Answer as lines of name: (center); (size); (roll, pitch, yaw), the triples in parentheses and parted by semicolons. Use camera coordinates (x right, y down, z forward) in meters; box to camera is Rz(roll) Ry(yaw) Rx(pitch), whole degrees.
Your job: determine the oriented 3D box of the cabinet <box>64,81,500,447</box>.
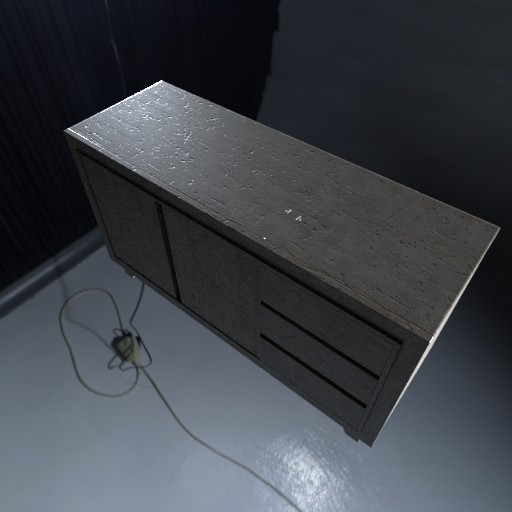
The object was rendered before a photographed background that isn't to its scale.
cabinet: (0.000, 0.000, 1.800); (1.460, 0.825, 0.511); (31, 55, 25)
